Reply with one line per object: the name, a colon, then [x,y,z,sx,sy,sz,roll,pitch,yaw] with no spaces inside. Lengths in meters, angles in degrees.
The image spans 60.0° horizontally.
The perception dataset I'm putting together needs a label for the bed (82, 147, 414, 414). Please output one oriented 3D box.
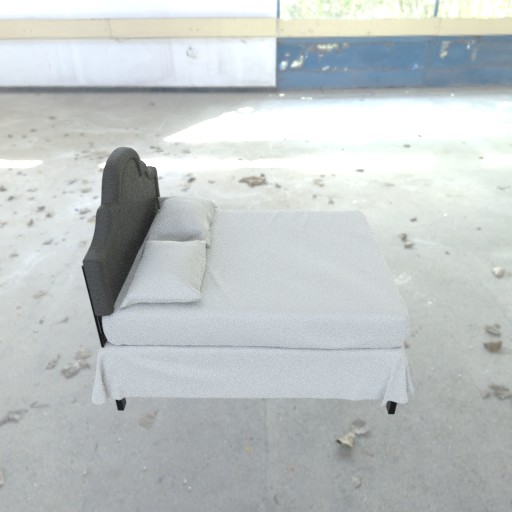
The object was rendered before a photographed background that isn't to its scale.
bed: [0.000,0.000,3.405,2.222,1.634,1.780,1,32,1]
